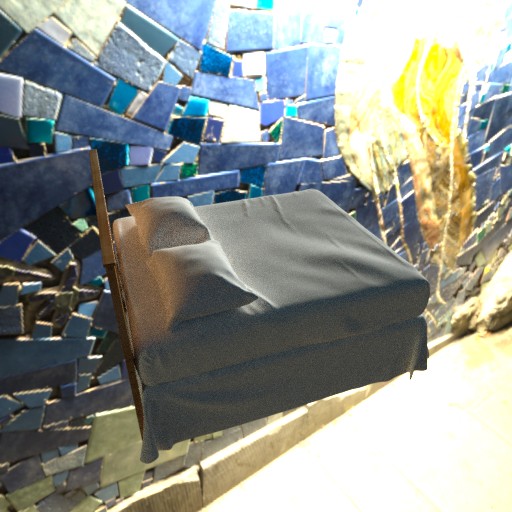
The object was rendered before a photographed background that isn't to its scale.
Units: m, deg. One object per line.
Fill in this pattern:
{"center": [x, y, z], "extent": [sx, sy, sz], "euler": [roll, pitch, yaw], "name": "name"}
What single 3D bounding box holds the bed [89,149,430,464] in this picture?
{"center": [0.000, 0.000, 3.184], "extent": [2.035, 1.273, 1.870], "euler": [-11, 33, -17], "name": "bed"}
